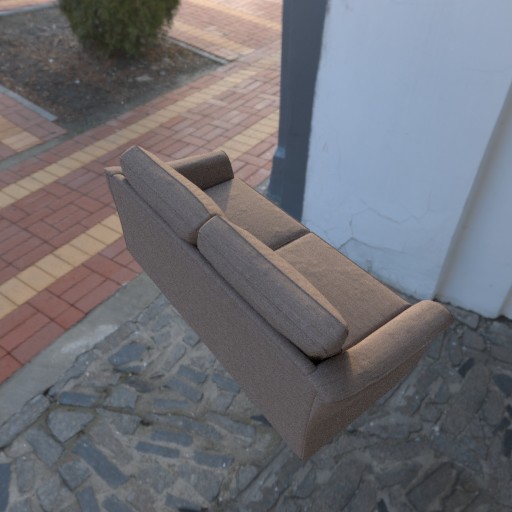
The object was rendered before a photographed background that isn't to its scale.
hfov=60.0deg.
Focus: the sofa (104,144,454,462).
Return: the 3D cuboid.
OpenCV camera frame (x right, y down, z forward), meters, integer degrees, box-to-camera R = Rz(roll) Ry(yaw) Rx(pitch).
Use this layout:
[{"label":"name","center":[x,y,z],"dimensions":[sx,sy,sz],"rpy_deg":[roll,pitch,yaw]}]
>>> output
[{"label":"sofa","center":[0.000,0.000,2.811],"dimensions":[0.980,0.965,2.270],"rpy_deg":[-27,49,-27]}]
